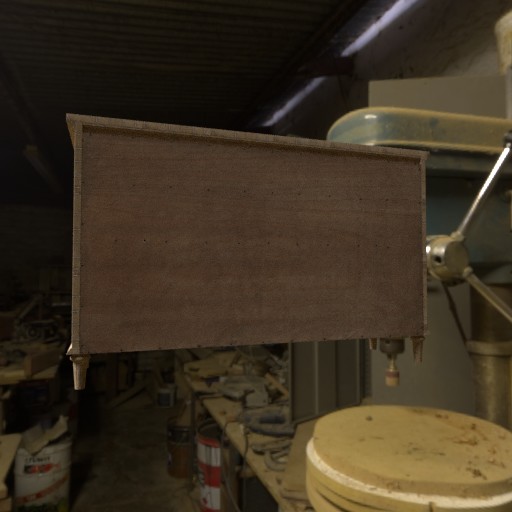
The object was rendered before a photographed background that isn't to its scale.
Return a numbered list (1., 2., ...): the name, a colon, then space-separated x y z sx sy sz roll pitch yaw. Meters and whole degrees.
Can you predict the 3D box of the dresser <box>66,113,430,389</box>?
1. dresser: 0.000 0.000 2.089 1.626 1.016 0.457 1 -2 -19
